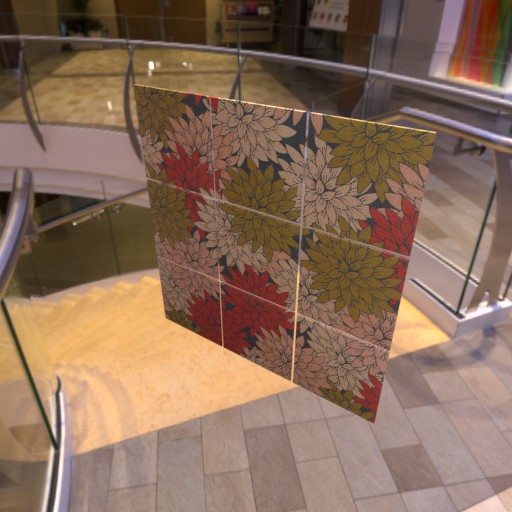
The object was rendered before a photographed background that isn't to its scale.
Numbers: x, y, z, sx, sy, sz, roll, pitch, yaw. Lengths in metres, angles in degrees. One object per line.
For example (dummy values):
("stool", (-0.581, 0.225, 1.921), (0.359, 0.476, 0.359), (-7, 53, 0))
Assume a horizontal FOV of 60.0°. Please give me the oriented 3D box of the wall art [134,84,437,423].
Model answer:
("wall art", (0.000, 0.000, 2.306), (1.519, 1.534, 0.013), (20, 37, 29))
